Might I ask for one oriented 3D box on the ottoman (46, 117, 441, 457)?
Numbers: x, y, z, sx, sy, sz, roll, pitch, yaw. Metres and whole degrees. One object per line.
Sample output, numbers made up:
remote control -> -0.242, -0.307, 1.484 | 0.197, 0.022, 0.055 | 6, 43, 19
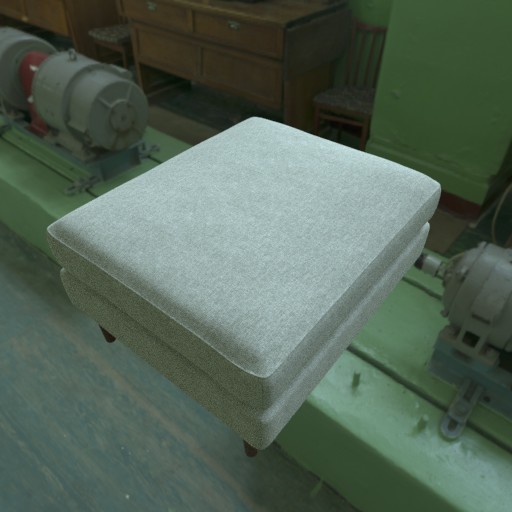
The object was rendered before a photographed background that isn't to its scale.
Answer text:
ottoman -> 0.000, 0.000, 1.260 | 0.693, 0.474, 0.821 | 28, 49, 28
